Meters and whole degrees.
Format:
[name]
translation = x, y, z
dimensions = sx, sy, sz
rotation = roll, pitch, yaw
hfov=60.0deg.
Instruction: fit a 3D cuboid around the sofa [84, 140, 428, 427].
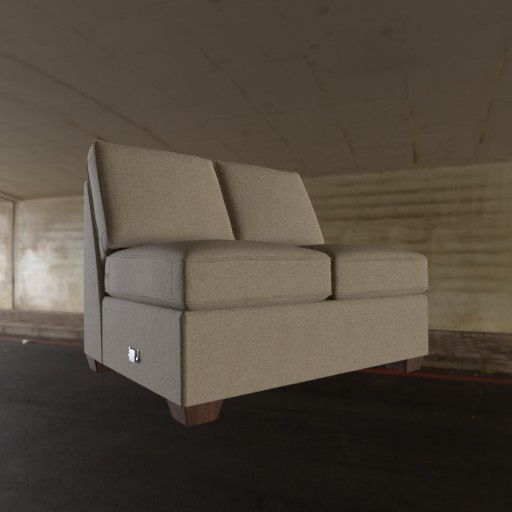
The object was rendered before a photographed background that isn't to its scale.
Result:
[sofa]
translation = 0.000, 0.000, 1.970
dimensions = 1.232, 1.006, 0.978
rotation = 1, -1, -37
